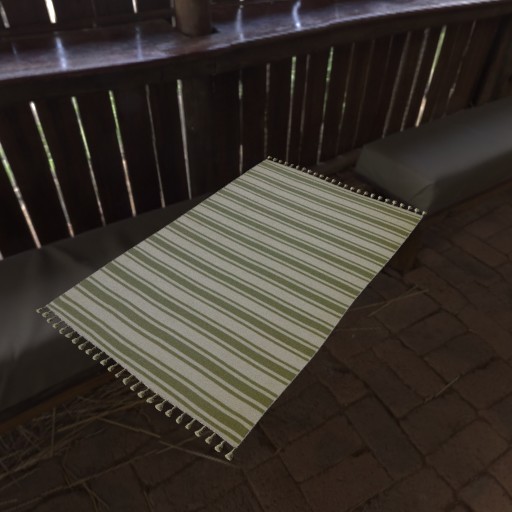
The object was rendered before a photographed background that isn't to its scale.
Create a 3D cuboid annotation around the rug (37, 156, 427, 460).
[{"bbox_3d":[0.000,0.000,2.351,1.162,0.013,1.875,26,47,27],"label":"rug"}]
